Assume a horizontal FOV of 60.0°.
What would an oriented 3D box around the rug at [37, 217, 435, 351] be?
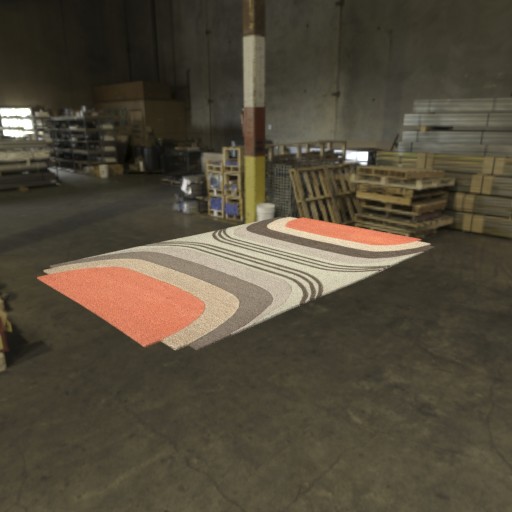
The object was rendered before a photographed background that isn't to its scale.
[{"bbox_3d":[0.000,0.000,3.015,2.446,0.017,1.530,-16,23,-42],"label":"rug"}]
